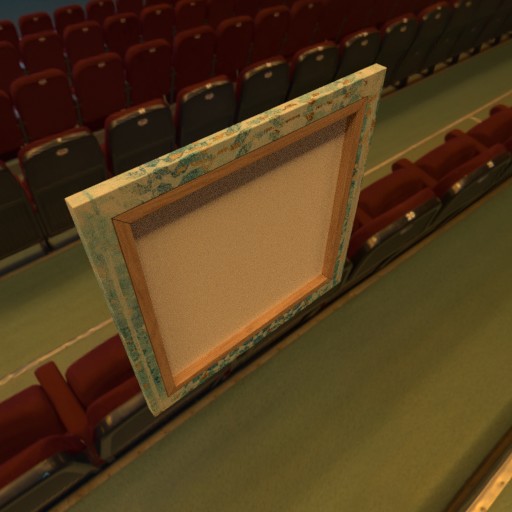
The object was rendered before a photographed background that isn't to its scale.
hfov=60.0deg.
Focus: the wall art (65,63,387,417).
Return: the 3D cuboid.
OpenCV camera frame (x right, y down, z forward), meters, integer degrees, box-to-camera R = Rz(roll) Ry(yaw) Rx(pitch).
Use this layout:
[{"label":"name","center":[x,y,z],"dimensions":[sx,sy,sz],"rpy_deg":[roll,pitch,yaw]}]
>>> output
[{"label":"wall art","center":[0.000,0.000,1.362],"dimensions":[0.916,0.916,0.040],"rpy_deg":[-32,54,-26]}]
